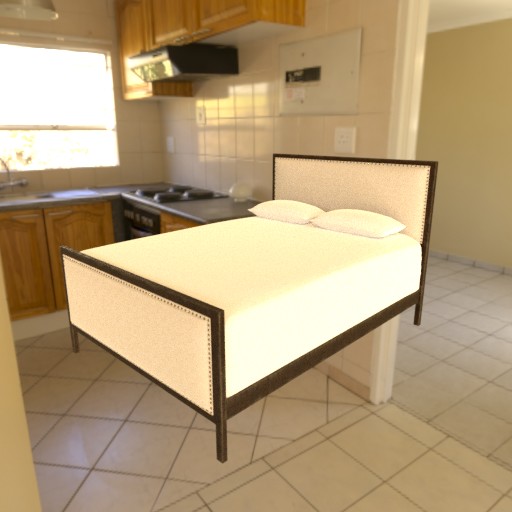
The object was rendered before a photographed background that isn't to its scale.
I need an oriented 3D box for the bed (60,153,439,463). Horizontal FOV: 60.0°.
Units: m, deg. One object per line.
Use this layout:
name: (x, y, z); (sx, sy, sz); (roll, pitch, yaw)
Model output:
bed: (0.000, 0.000, 3.217); (1.607, 1.313, 2.221); (15, 22, 42)
